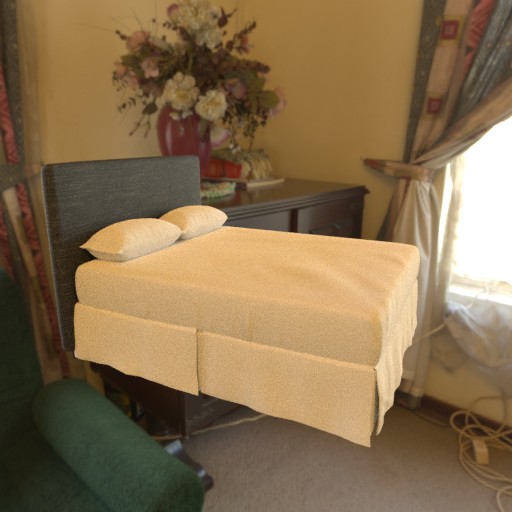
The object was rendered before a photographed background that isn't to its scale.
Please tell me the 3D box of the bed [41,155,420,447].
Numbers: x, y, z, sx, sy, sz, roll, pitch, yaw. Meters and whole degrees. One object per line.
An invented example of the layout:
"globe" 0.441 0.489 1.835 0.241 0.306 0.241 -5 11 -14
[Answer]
"bed" 0.000 0.000 3.150 2.142 1.330 1.723 7 17 25
